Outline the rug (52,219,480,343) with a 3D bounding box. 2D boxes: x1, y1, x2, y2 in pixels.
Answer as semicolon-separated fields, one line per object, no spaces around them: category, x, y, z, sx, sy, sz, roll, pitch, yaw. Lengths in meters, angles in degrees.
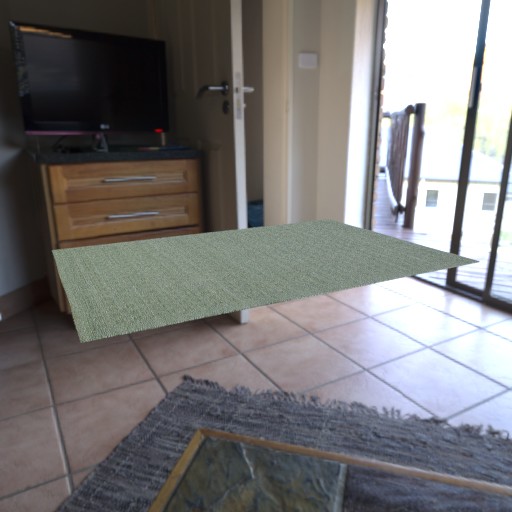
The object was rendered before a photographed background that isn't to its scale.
rug;0.000;0.000;2.154;1.747;0.006;1.143;-8;18;-27
